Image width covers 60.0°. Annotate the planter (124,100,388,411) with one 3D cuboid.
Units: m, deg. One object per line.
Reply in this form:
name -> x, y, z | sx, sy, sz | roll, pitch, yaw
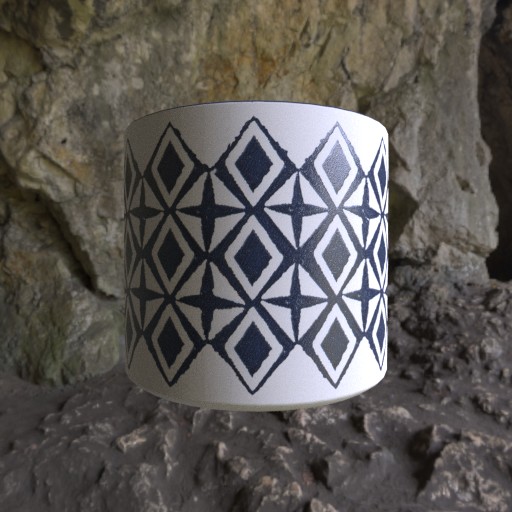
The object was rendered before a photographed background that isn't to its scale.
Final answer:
planter -> 0.000, 0.000, 0.319 | 0.182, 0.165, 0.182 | 0, 1, 0
